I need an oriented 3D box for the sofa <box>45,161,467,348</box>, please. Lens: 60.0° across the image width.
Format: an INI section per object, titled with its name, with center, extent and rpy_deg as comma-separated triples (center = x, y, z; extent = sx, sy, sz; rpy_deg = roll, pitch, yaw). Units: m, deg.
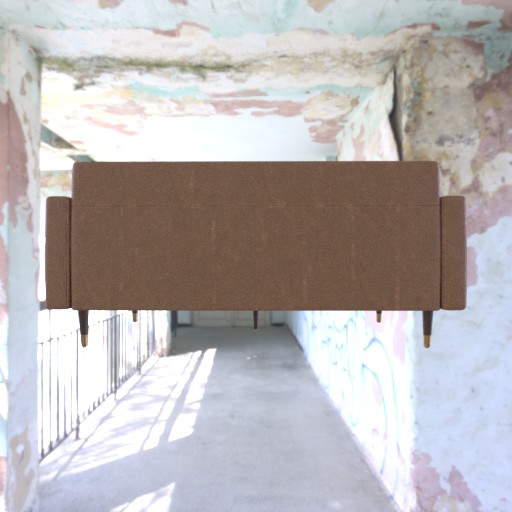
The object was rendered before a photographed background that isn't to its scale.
[sofa]
center = 0.000, 0.000, 2.388
extent = 1.847, 0.821, 0.993
rpy_deg = 0, -1, 1
